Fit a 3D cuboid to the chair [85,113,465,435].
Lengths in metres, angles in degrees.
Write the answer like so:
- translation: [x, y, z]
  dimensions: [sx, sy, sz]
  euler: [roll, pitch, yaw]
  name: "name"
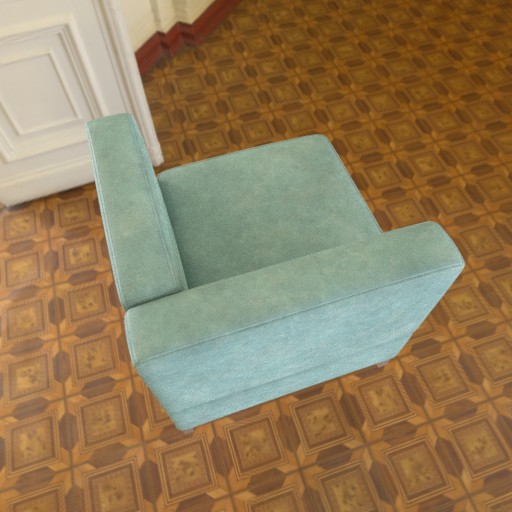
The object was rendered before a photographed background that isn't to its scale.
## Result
- translation: [0.000, 0.000, 1.236]
  dimensions: [0.691, 0.660, 0.684]
  euler: [-16, 59, -10]
  name: "chair"
